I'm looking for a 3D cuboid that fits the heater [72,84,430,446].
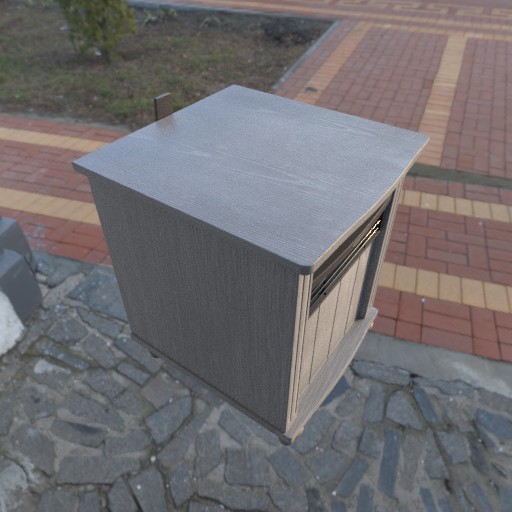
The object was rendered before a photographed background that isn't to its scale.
[{"bbox_3d":[0.000,0.000,0.768,0.400,0.481,0.362,25,47,26],"label":"heater"}]
